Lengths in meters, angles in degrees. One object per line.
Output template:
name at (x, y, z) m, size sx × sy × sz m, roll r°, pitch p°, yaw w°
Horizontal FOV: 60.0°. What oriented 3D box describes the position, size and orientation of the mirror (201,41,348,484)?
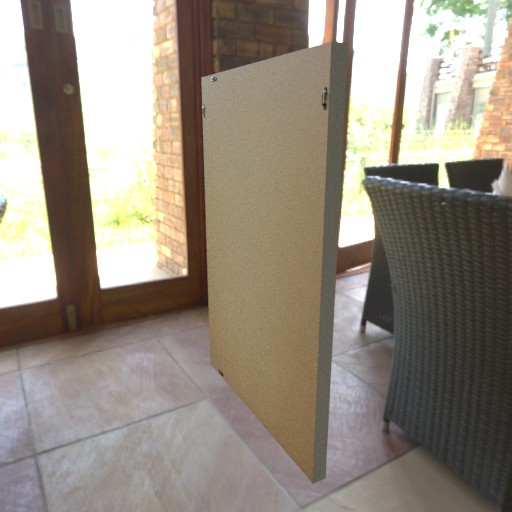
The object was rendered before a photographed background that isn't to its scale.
mirror at (0.000, 0.000, 1.143) m, size 0.040 × 0.915 × 0.609 m, roll -8°, pitch 18°, yaw -27°
